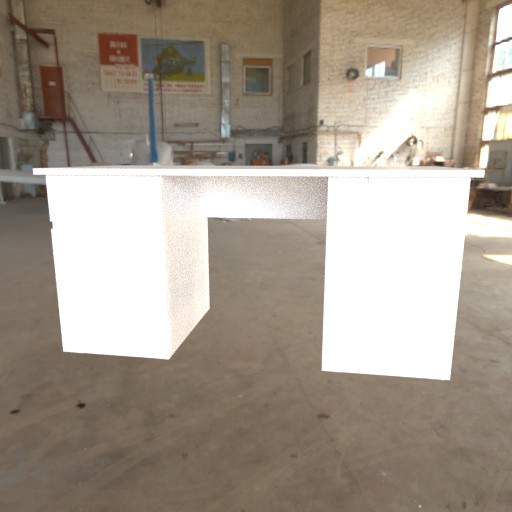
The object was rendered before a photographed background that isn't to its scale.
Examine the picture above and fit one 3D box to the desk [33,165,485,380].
[{"bbox_3d":[0.000,0.000,1.935,1.580,0.760,0.670,2,13,9],"label":"desk"}]
